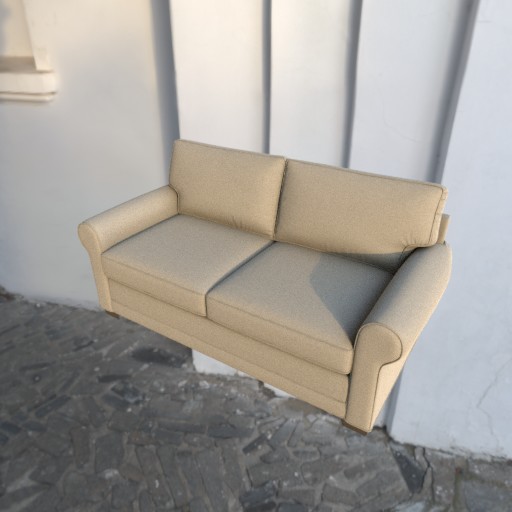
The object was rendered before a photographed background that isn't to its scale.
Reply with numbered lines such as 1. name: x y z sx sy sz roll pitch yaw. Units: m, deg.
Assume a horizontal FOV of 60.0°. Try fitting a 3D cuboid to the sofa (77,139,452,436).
1. sofa: 0.000 0.000 2.447 1.930 0.952 0.940 17 33 28
